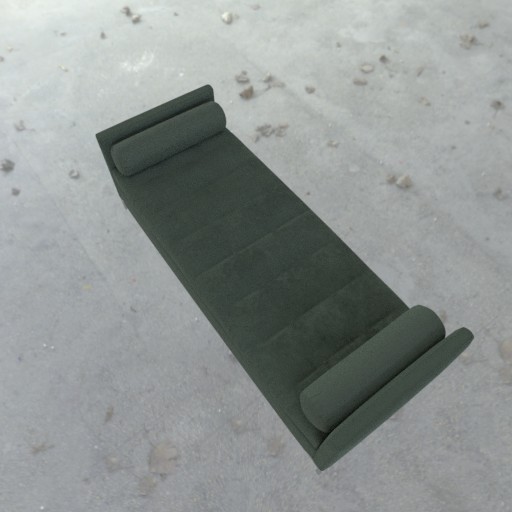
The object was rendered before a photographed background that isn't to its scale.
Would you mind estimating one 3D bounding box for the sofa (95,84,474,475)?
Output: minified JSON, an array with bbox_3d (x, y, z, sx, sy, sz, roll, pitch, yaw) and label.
[{"bbox_3d":[0.000,0.000,2.453,0.797,0.657,2.102,-32,63,-18],"label":"sofa"}]
